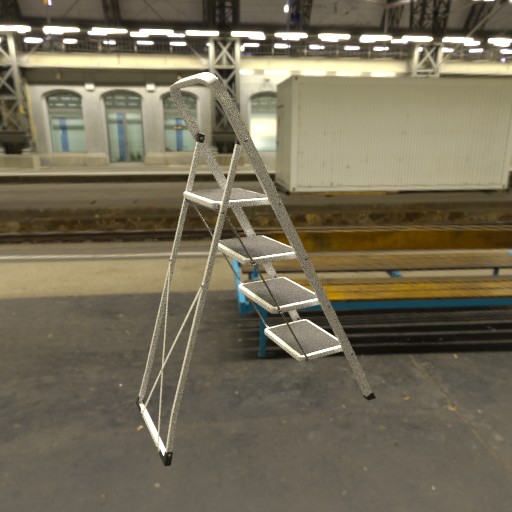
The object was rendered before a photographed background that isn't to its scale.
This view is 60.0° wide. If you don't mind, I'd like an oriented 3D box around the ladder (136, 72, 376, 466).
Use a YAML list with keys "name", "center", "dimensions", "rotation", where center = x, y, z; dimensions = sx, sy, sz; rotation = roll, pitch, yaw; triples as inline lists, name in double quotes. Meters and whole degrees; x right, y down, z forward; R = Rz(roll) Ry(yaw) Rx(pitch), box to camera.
- name: "ladder"
  center: [0.000, 0.000, 1.704]
  dimensions: [0.914, 1.265, 0.460]
  rotation: [-8, 18, -27]
